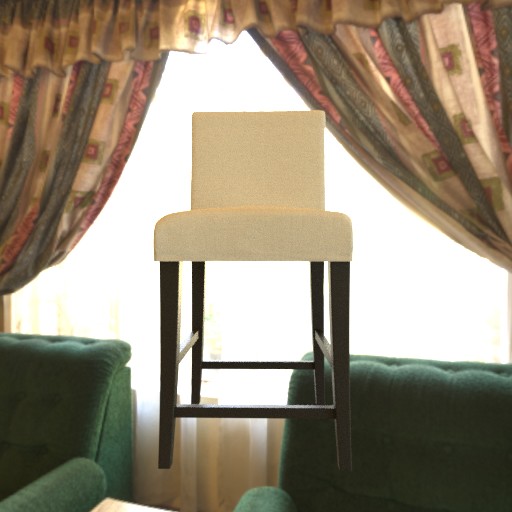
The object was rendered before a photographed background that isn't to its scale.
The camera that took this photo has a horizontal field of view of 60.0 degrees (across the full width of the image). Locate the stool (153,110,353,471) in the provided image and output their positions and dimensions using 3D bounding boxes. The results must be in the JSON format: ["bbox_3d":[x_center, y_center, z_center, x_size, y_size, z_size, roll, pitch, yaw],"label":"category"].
[{"bbox_3d":[0.000,0.000,1.278,0.452,0.976,0.597,0,1,1],"label":"stool"}]
